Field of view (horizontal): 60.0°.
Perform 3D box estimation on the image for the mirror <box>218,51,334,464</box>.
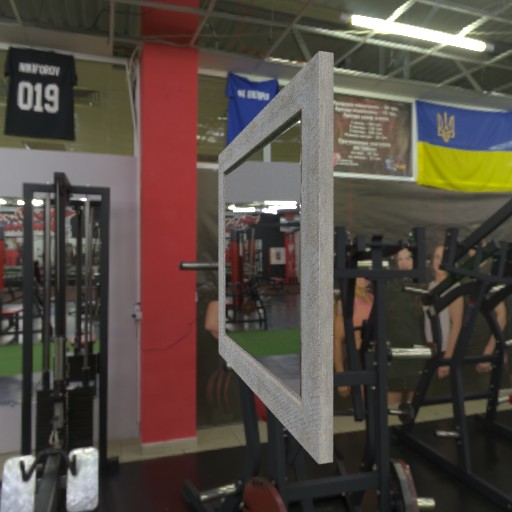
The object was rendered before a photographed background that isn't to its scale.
[{"bbox_3d":[0.000,0.000,1.141,0.028,0.689,0.839,0,1,-16],"label":"mirror"}]
